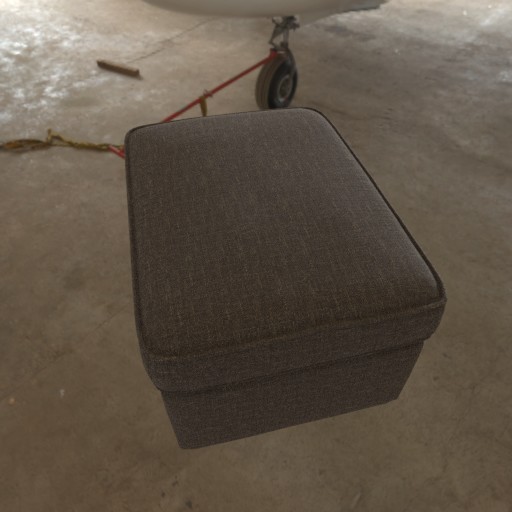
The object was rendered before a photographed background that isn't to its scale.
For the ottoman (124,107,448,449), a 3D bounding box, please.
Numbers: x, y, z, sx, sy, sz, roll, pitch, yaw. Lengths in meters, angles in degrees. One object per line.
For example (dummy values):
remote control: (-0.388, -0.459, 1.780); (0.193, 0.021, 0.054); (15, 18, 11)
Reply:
ottoman: (0.000, 0.000, 1.090); (0.549, 0.450, 0.749); (-10, 46, -10)
